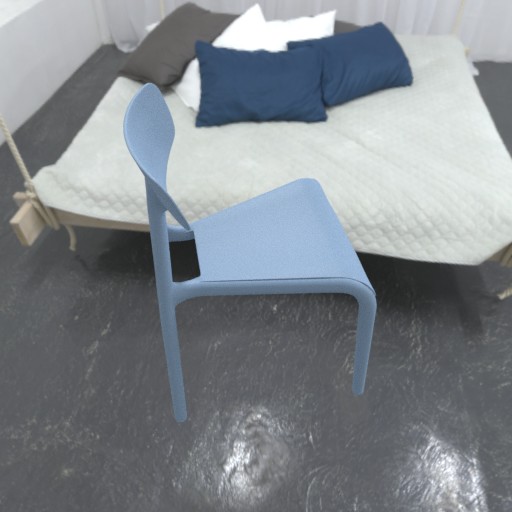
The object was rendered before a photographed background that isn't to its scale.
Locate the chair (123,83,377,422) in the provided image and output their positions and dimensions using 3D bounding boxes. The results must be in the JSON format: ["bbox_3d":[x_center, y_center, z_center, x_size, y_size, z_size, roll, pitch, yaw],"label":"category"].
[{"bbox_3d":[0.000,0.000,0.831,0.401,0.580,0.356,-9,47,-8],"label":"chair"}]
